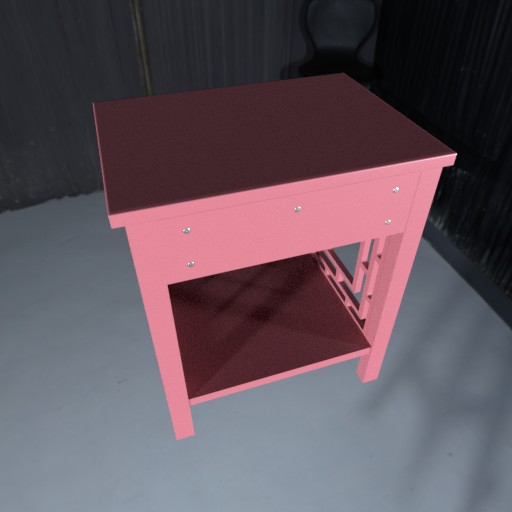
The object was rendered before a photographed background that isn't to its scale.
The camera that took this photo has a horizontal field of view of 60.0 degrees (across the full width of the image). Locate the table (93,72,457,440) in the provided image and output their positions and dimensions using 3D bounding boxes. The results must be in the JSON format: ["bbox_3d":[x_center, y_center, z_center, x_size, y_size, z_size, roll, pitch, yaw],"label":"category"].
[{"bbox_3d":[0.000,0.000,1.097,0.599,0.686,0.451,-12,42,-14],"label":"table"}]
